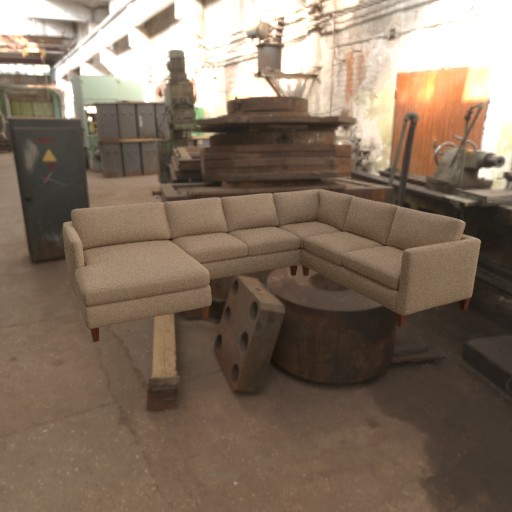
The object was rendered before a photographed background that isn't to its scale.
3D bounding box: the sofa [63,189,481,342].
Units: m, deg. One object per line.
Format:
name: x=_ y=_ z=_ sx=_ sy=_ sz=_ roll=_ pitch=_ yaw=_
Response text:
sofa: x=0.000 y=0.000 z=4.459 sx=3.403 sy=0.889 sz=2.551 roll=-8 pitch=19 yaw=-26
